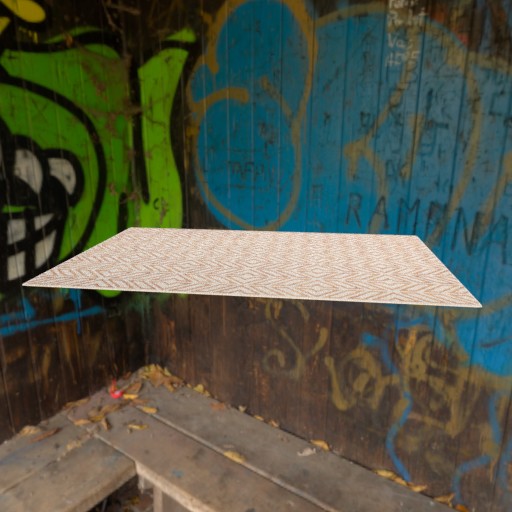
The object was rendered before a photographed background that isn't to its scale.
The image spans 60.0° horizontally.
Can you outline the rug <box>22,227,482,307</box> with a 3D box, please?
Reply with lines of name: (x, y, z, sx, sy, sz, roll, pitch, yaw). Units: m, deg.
rug: (0.000, 0.000, 3.038, 2.438, 0.008, 1.523, 2, 16, 7)
